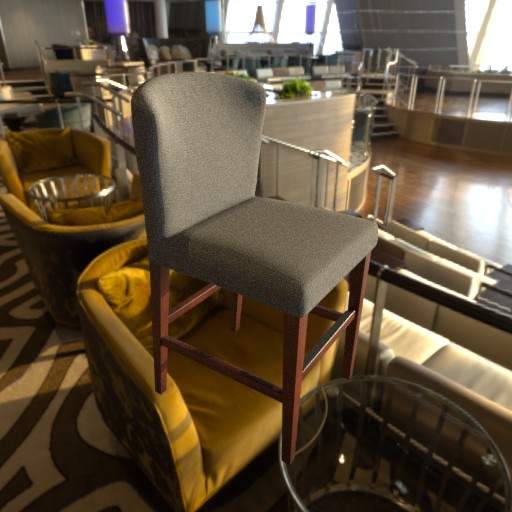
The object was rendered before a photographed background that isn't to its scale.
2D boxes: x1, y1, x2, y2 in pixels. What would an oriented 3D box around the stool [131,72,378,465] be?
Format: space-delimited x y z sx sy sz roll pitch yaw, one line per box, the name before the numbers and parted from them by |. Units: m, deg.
stool | 0.000 0.000 1.293 0.568 0.968 0.479 17 31 30
